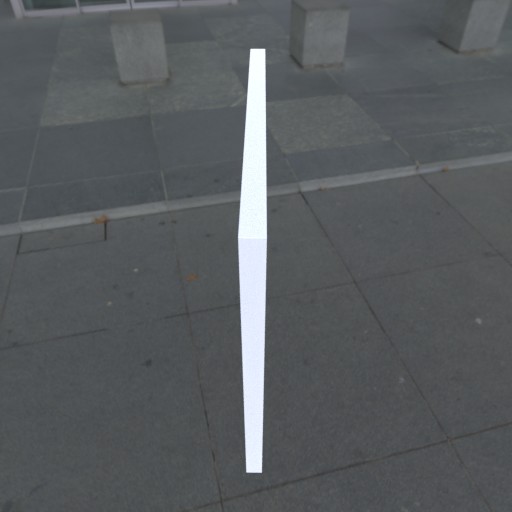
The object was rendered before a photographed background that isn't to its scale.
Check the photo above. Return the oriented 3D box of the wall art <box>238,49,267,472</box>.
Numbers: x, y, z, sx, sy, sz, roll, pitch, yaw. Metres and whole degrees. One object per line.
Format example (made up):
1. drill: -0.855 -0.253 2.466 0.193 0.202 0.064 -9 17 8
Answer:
1. wall art: 0.000 0.000 1.127 0.038 0.761 0.763 0 42 1
